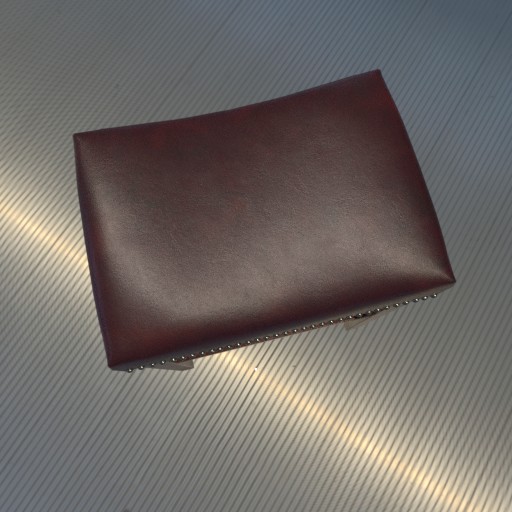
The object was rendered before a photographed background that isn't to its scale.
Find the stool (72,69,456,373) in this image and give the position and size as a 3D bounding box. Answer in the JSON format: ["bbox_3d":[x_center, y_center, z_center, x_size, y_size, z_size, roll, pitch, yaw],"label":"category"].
[{"bbox_3d":[0.000,0.000,0.934,0.504,0.657,0.372,-13,76,-3],"label":"stool"}]
